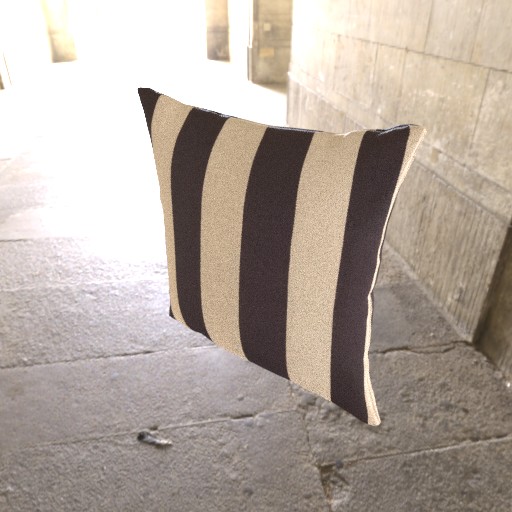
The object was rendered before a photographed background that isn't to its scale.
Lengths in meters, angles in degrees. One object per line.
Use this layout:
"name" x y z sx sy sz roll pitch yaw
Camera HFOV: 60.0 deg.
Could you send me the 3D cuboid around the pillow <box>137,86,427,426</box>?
"pillow" 0.000 0.000 0.791 0.536 0.526 0.189 19 35 30
